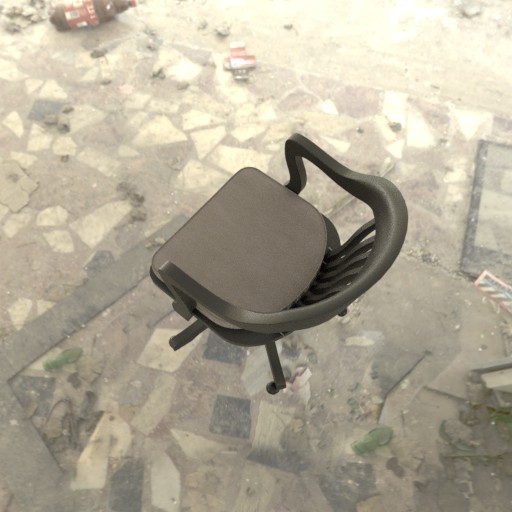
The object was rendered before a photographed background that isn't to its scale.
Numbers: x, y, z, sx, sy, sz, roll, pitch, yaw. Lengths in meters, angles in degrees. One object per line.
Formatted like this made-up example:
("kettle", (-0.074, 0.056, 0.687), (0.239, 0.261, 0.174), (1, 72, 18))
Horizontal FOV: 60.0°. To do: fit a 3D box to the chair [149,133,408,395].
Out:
("chair", (0.000, 0.000, 1.501), (0.788, 0.878, 0.750), (35, 68, 17))
